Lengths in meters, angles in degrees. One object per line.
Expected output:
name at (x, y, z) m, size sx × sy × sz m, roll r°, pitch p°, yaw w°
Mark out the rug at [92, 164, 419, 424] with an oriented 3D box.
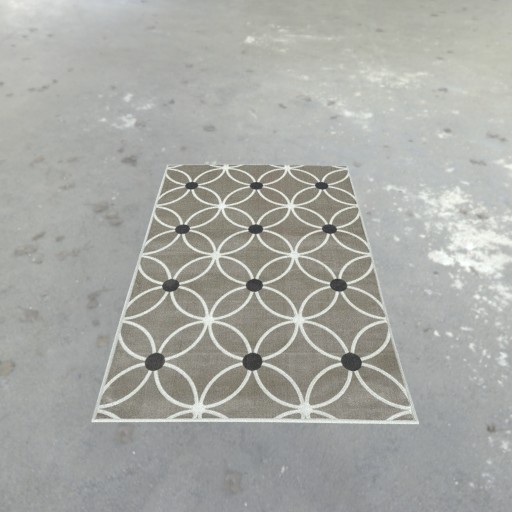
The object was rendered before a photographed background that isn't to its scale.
rug at (0.000, 0.000, 2.884) m, size 1.522 × 0.008 × 2.284 m, roll 0°, pitch 42°, yaw 0°
